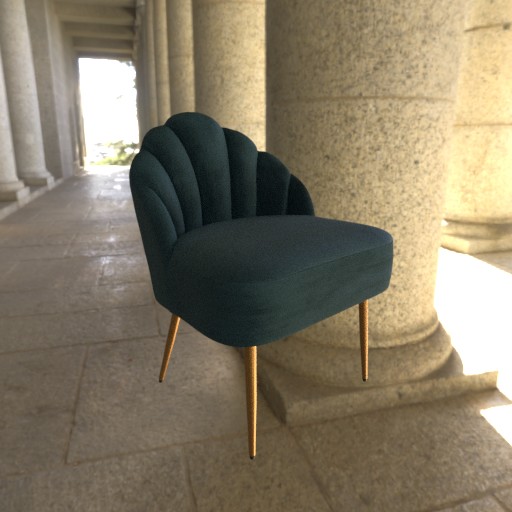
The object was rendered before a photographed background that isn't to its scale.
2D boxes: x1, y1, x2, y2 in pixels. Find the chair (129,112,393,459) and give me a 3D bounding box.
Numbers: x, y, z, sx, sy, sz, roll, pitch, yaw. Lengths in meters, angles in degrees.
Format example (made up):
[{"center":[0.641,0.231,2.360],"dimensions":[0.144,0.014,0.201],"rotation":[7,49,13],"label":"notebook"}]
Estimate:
[{"center":[0.000,0.000,1.285],"dimensions":[0.599,0.819,0.657],"rotation":[14,20,43],"label":"chair"}]
